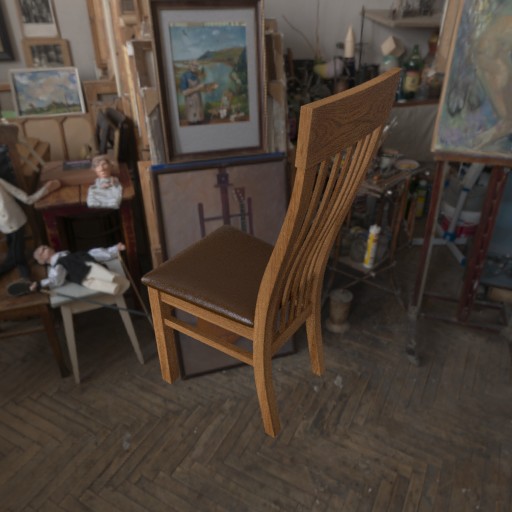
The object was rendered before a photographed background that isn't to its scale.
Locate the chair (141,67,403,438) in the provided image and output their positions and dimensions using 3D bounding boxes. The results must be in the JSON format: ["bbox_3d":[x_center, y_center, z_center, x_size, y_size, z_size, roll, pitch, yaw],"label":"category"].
[{"bbox_3d":[0.000,0.000,1.336,0.580,1.050,0.450,21,38,29],"label":"chair"}]
